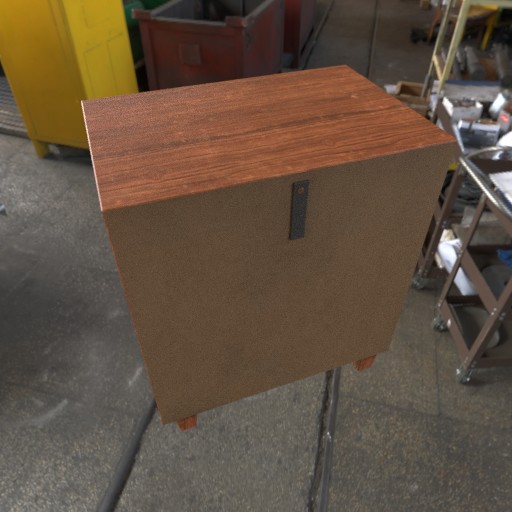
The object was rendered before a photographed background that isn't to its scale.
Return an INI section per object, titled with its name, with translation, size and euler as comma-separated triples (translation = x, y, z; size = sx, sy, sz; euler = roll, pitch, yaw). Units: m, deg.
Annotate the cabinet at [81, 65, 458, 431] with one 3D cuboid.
[cabinet]
translation = 0.000, 0.000, 1.068
size = 0.607, 0.695, 0.410
euler = -14, 44, -15
